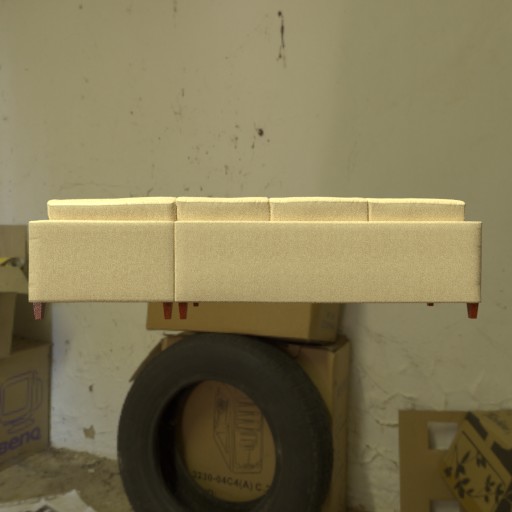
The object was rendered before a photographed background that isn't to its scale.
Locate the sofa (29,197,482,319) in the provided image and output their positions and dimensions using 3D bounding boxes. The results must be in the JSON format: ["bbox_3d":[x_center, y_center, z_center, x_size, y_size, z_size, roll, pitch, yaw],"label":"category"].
[{"bbox_3d":[0.000,0.000,4.135,3.471,0.954,1.603,0,0,-1],"label":"sofa"}]
